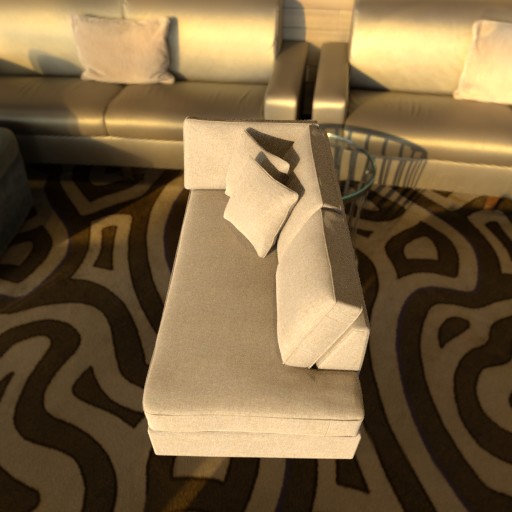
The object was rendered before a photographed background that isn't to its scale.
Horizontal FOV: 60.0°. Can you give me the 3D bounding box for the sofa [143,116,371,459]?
[{"bbox_3d":[0.000,0.000,2.853,1.110,1.019,2.238,1,43,1],"label":"sofa"}]
